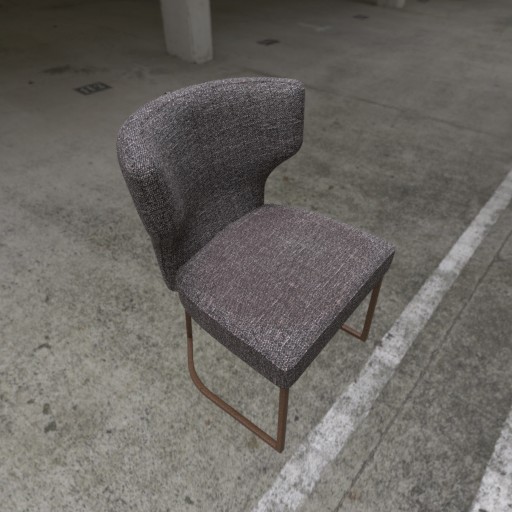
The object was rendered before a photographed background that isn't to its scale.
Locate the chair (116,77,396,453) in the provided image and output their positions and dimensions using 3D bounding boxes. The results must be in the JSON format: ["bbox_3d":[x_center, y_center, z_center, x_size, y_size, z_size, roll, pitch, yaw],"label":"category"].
[{"bbox_3d":[0.000,0.000,1.273,0.617,0.824,0.611,28,48,28],"label":"chair"}]
